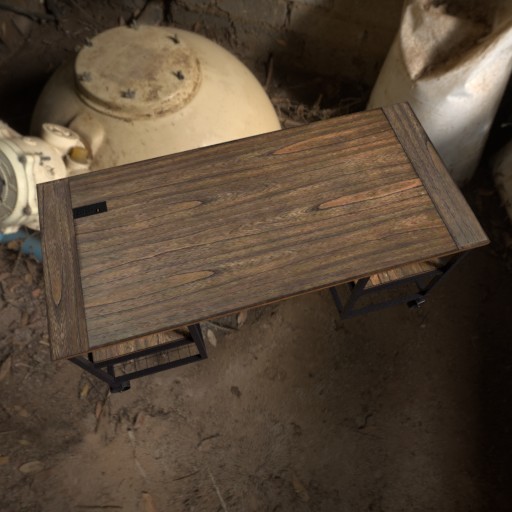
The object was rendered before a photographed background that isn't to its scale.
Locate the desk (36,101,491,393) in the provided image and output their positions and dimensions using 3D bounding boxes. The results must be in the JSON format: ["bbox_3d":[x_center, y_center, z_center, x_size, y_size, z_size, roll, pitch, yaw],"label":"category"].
[{"bbox_3d":[0.000,0.000,1.990,1.590,0.751,0.711,-14,65,-7],"label":"desk"}]
